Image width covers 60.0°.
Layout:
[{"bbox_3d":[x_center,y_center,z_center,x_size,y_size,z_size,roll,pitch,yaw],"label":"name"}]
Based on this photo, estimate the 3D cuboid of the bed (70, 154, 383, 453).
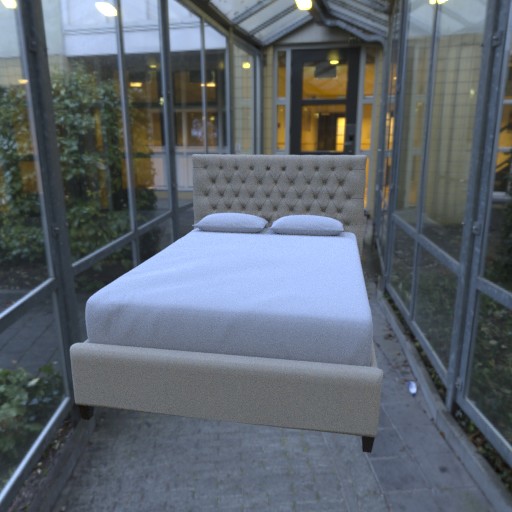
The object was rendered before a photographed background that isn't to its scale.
[{"bbox_3d":[0.000,0.000,3.348,1.698,1.427,2.387,3,15,10],"label":"bed"}]
